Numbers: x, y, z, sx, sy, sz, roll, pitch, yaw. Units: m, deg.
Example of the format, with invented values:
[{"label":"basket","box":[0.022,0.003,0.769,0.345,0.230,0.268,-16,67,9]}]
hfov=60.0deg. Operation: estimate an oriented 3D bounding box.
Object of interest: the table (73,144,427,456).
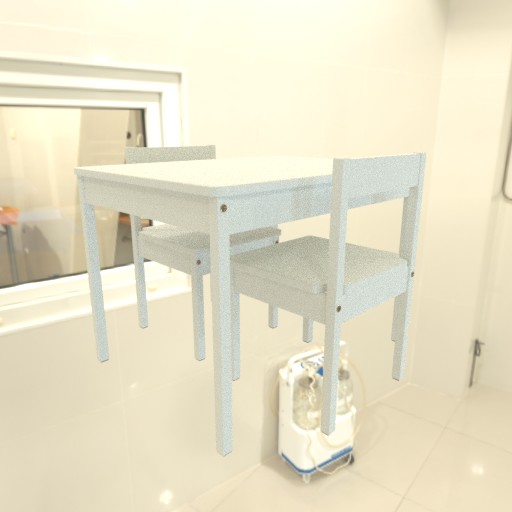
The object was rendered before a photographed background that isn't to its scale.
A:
[{"label":"table","box":[0.000,0.000,1.074,0.650,0.503,0.672,-15,22,-43]}]
